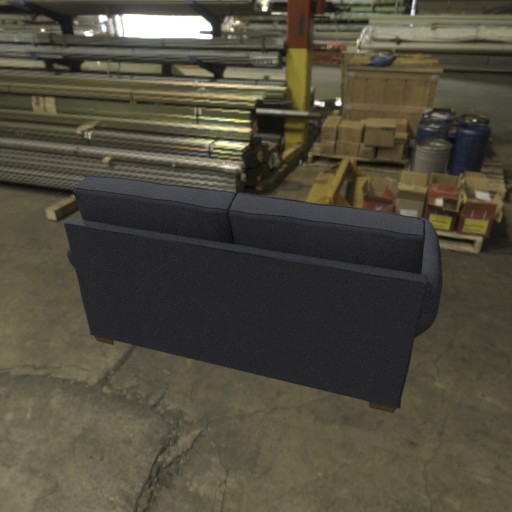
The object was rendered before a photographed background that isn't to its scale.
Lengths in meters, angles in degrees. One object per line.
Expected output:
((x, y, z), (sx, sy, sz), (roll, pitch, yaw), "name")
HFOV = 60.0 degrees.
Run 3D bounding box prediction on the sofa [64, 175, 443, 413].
((0.000, 0.000, 2.586), (2.009, 1.031, 0.951), (9, 32, 15), "sofa")
